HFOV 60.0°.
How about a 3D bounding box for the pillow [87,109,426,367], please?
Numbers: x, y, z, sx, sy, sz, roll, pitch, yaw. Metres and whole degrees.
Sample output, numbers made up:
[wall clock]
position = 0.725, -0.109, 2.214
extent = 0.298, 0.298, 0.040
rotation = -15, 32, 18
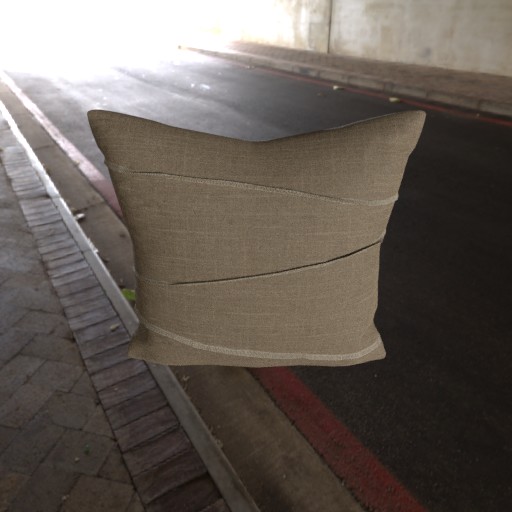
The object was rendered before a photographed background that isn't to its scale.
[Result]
[pillow]
position = 0.000, 0.000, 0.628
extent = 0.424, 0.400, 0.169
rotation = 0, 30, 0
